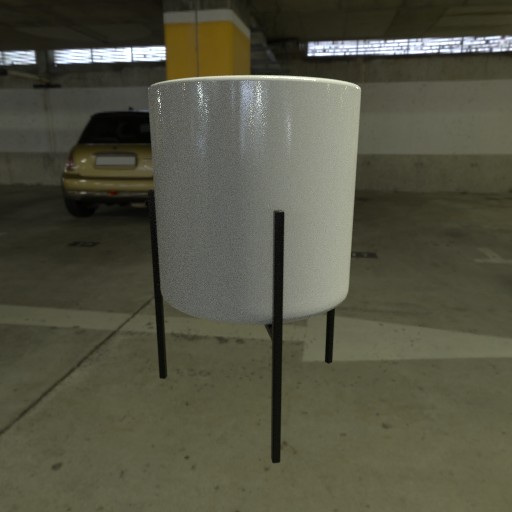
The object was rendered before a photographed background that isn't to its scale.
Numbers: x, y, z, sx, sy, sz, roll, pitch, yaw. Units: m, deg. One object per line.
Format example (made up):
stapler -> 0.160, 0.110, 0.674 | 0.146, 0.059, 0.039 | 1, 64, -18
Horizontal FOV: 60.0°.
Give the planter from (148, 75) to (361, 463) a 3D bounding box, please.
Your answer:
planter -> 0.000, 0.000, 0.499 | 0.239, 0.356, 0.239 | -2, 15, -8
